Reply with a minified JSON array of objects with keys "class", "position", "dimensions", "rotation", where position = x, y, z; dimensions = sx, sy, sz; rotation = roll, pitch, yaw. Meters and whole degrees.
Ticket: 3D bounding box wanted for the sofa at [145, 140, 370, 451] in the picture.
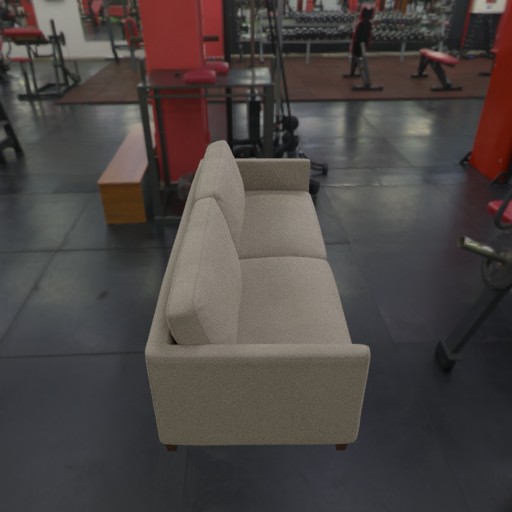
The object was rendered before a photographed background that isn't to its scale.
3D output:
[{"class":"sofa","position":[0.000,0.000,2.953],"dimensions":[0.988,0.912,2.404],"rotation":[0,32,0]}]
